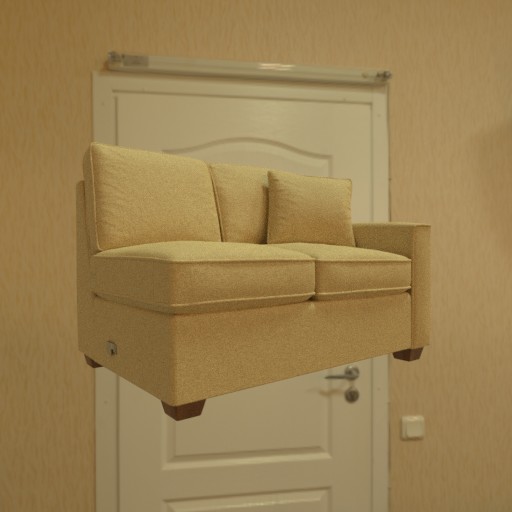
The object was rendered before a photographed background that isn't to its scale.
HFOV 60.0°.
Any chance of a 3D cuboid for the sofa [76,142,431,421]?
[{"bbox_3d":[0.000,0.000,2.058,1.388,0.989,0.991,-1,1,-37],"label":"sofa"}]
